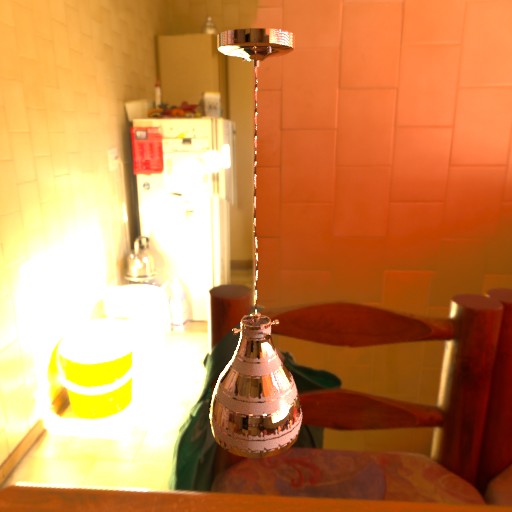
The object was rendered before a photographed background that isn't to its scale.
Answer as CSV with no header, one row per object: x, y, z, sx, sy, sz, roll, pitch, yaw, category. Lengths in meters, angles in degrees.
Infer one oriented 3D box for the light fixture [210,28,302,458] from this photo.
0.000,0.000,1.617,0.374,1.457,0.374,-8,18,-26,light fixture
